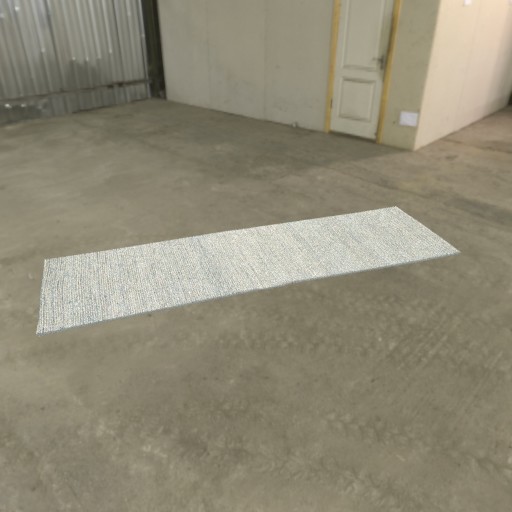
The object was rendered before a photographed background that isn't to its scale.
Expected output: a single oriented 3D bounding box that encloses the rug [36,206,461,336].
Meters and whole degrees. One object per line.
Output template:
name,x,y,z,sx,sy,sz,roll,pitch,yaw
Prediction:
rug,0.000,0.000,2.584,2.341,0.037,0.675,-10,32,-15
